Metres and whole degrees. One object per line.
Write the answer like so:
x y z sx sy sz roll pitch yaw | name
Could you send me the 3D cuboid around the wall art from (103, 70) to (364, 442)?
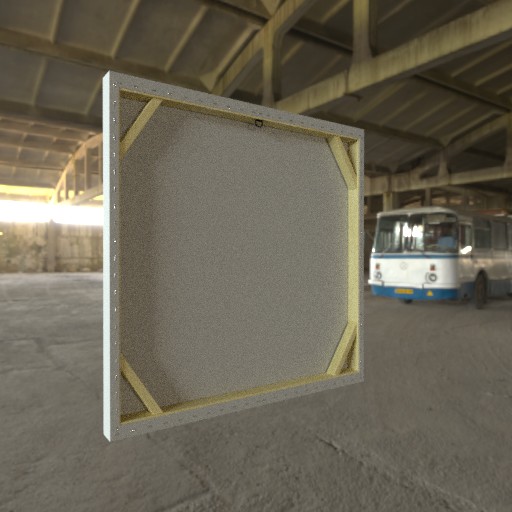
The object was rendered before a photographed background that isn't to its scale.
0.000 0.000 0.916 0.610 0.610 0.038 0 0 -35 | wall art
